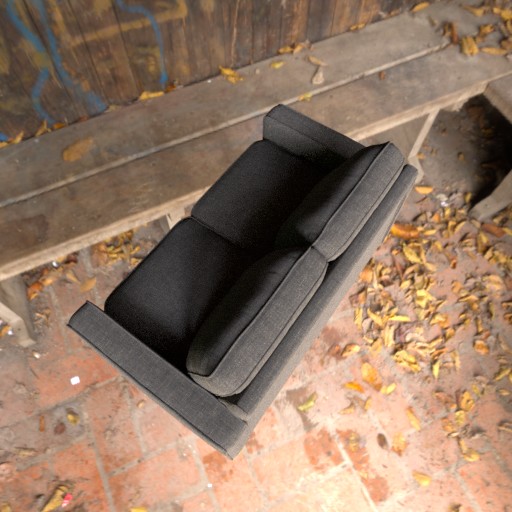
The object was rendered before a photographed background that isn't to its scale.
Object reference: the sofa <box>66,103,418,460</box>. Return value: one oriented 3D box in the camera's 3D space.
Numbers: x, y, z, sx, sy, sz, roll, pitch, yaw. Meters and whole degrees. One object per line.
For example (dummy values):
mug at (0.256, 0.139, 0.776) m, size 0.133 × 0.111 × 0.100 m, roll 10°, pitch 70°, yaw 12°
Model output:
sofa at (0.000, 0.000, 2.306) m, size 0.947 × 0.918 × 1.709 m, roll 33°, pitch 67°, yaw 16°
